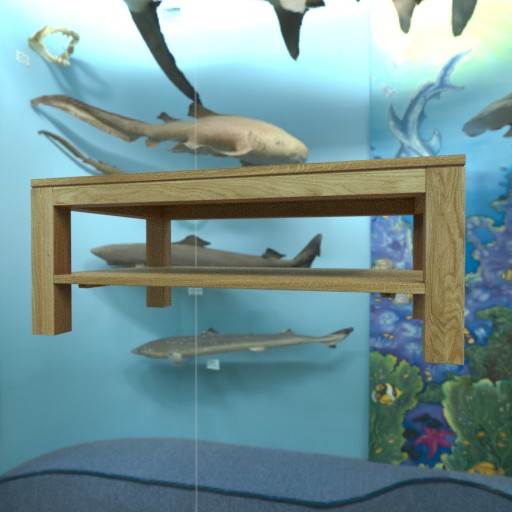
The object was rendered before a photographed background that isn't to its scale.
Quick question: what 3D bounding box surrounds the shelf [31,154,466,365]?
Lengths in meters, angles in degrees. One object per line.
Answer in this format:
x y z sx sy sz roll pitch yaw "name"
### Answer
0.000 0.000 1.449 1.150 0.450 0.700 0 1 17 "shelf"
